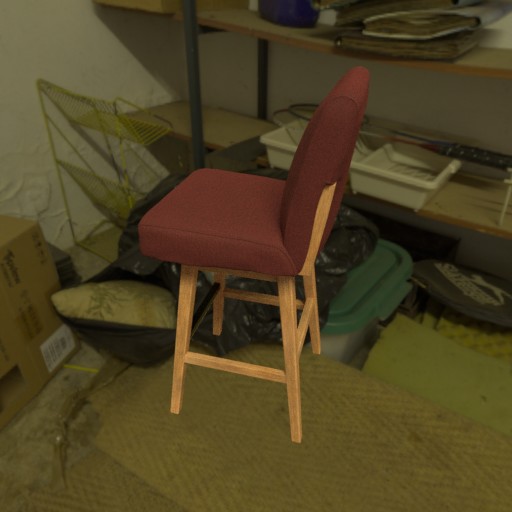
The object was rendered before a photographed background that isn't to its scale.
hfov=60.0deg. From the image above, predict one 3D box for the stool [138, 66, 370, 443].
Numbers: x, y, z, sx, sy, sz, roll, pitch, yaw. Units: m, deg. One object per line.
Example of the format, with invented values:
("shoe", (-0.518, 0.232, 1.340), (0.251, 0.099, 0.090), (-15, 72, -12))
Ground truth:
("stool", (0.000, 0.000, 1.403), (0.562, 1.093, 0.468), (8, 32, 13))
